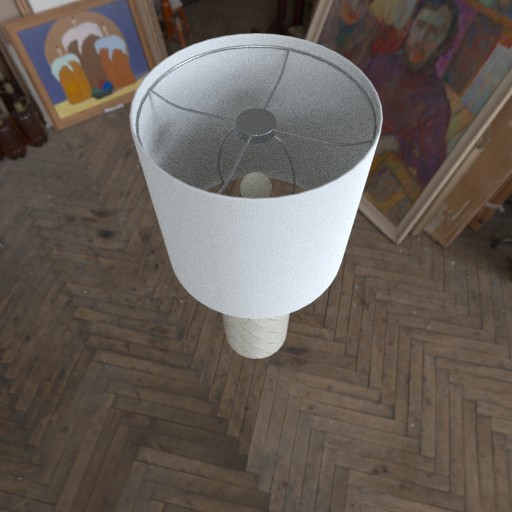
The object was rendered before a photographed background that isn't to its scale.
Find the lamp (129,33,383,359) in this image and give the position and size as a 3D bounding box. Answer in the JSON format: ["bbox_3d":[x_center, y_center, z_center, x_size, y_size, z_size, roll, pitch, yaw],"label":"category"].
[{"bbox_3d":[0.000,0.000,0.558,0.207,0.461,0.207,16,58,10],"label":"lamp"}]
